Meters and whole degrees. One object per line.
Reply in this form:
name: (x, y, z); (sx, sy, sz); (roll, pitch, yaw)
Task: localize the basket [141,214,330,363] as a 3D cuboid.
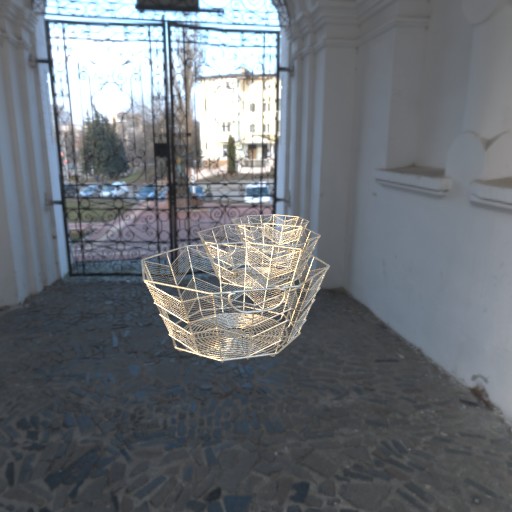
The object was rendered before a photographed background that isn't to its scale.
basket: (0.000, 0.000, 1.415); (0.432, 0.178, 1.246); (2, 14, 7)
